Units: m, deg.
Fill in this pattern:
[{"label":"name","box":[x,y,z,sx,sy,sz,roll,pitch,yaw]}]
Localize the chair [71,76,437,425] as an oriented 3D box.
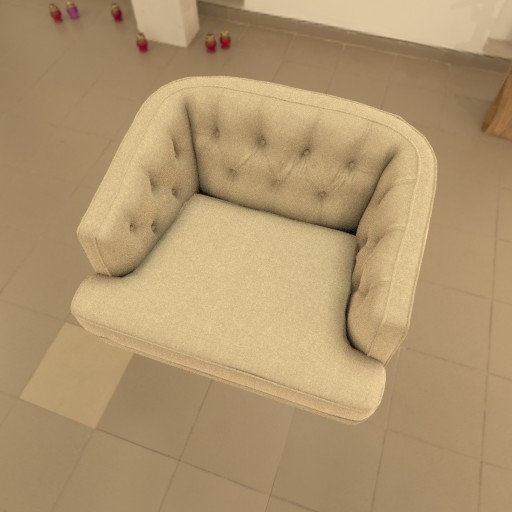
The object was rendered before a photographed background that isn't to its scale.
[{"label":"chair","box":[0.000,0.000,1.694,1.104,0.852,0.941,16,59,10]}]
